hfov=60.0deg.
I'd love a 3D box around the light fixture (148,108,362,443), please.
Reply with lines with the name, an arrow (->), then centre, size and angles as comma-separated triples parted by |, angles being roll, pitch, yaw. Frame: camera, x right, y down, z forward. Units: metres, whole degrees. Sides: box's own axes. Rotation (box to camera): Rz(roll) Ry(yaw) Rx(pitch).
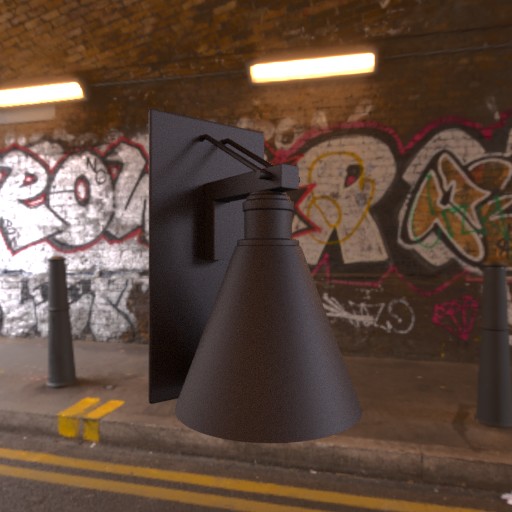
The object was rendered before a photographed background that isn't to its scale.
light fixture -> 0.000, 0.000, 0.426 | 0.170, 0.298, 0.207 | 0, 0, -37
